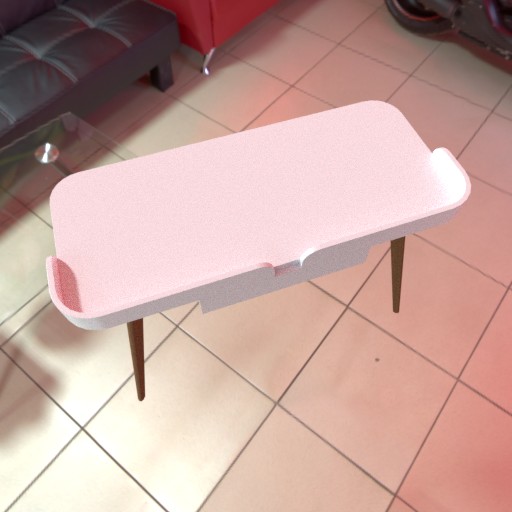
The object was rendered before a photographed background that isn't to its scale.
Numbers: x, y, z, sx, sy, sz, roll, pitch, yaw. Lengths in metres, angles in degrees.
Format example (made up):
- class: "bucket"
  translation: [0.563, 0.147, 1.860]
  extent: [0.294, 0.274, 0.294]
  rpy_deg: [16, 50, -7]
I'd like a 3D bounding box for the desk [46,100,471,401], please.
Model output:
- class: "desk"
  translation: [0.000, 0.000, 1.633]
  extent: [1.206, 0.807, 0.534]
  rpy_deg: [-17, 60, -10]
